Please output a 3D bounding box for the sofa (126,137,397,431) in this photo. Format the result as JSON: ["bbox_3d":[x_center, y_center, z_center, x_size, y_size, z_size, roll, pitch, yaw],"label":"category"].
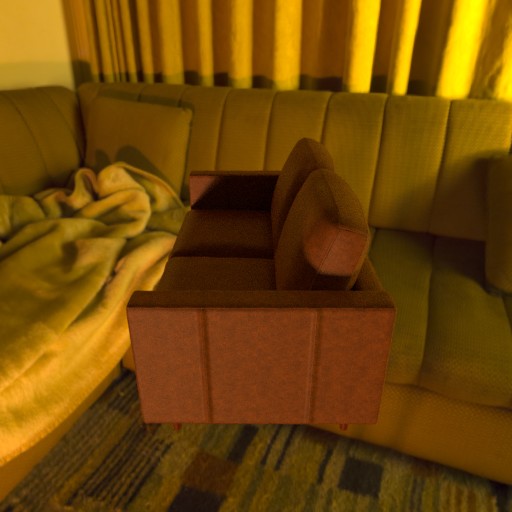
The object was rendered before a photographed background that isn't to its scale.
[{"bbox_3d":[0.000,0.000,2.208,0.909,0.951,1.578,0,27,0],"label":"sofa"}]
